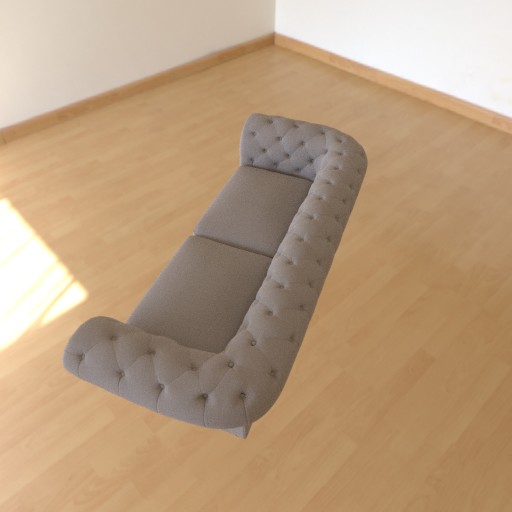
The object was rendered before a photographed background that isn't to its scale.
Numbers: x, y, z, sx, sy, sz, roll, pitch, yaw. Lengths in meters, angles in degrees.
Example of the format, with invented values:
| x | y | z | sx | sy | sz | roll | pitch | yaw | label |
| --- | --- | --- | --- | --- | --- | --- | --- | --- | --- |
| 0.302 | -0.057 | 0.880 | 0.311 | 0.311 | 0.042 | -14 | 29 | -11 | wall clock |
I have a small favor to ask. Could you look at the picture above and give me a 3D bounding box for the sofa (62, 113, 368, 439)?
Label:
| x | y | z | sx | sy | sz | roll | pitch | yaw | label |
| --- | --- | --- | --- | --- | --- | --- | --- | --- | --- |
| 0.000 | 0.000 | 2.828 | 0.991 | 0.749 | 2.411 | 16 | 48 | 15 | sofa |
